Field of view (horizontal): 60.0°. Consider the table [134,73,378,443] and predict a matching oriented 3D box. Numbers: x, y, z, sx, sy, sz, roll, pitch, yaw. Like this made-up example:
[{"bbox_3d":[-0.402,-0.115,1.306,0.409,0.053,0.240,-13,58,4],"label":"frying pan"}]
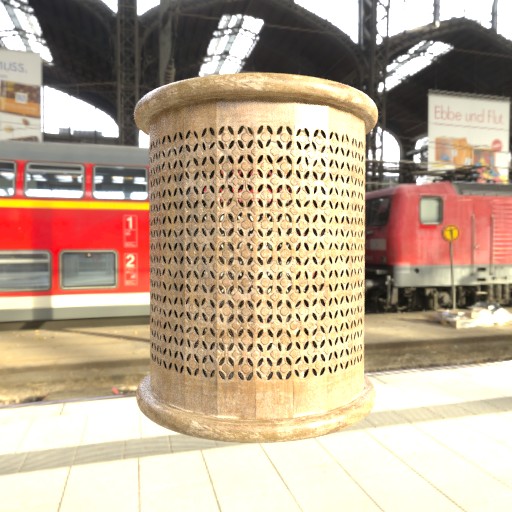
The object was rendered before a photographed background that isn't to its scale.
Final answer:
[{"bbox_3d":[0.000,0.000,0.773,0.407,0.482,0.407,0,1,0],"label":"table"}]
